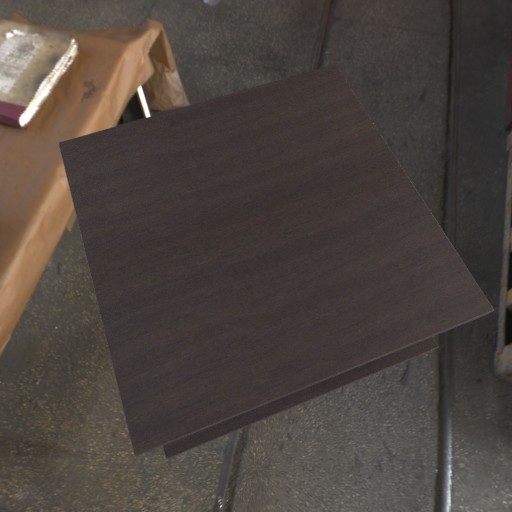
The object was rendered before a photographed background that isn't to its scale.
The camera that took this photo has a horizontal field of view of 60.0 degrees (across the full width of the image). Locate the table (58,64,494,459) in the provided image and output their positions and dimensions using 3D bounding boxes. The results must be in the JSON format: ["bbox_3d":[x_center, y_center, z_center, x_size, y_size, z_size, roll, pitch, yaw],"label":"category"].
[{"bbox_3d":[0.000,0.000,1.187,0.762,0.396,0.762,-19,66,-9],"label":"table"}]
